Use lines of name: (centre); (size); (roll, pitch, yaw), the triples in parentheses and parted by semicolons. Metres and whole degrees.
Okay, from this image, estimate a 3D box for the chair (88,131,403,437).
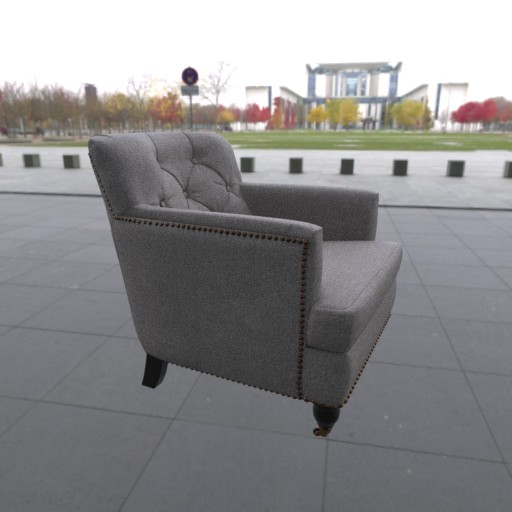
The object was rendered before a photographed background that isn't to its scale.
chair: (0.000, 0.000, 1.533); (0.902, 0.823, 0.737); (8, 18, 25)
